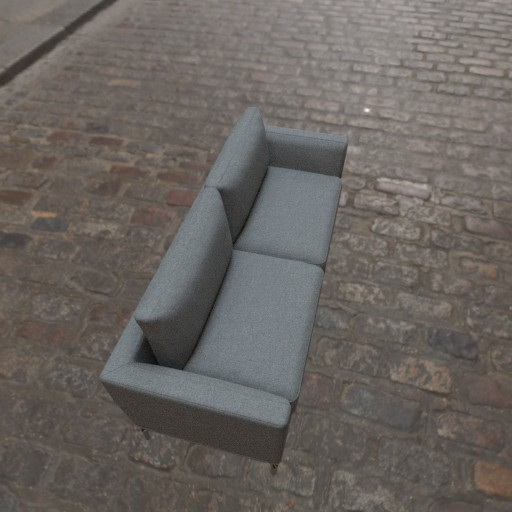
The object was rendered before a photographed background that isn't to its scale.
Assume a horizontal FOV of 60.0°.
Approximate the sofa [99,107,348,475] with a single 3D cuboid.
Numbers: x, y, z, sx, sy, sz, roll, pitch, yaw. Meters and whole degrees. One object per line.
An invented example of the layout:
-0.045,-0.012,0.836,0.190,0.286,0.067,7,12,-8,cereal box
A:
0.000,0.000,2.765,0.869,1.002,2.212,11,48,10,sofa
